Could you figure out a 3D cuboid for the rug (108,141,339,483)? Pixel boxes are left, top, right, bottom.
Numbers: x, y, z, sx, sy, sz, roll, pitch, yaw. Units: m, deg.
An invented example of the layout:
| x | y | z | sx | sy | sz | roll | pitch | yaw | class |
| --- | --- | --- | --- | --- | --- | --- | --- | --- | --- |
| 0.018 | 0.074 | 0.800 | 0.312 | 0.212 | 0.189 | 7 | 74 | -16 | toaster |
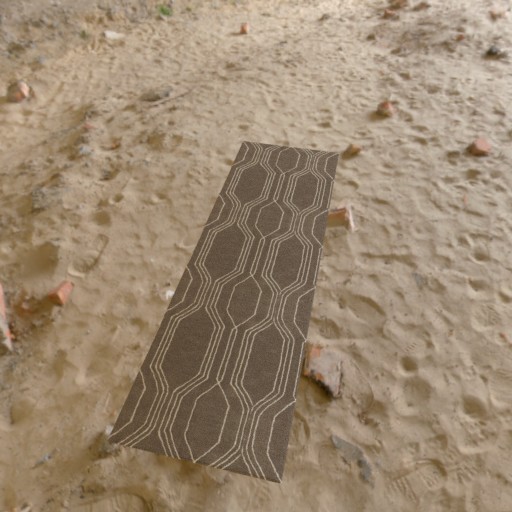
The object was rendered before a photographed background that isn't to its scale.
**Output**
| x | y | z | sx | sy | sz | roll | pitch | yaw | class |
| --- | --- | --- | --- | --- | --- | --- | --- | --- | --- |
| 0.000 | 0.000 | 2.702 | 0.773 | 0.012 | 2.464 | 9 | 47 | 9 | rug |
